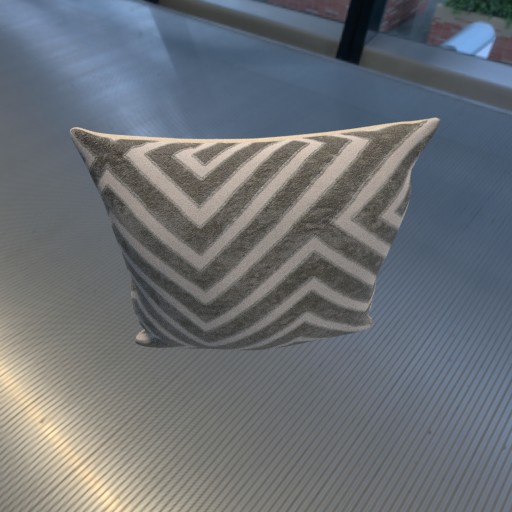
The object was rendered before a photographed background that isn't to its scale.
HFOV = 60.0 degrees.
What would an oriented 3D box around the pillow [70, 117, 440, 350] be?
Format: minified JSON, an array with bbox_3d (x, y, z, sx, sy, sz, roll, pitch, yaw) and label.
[{"bbox_3d":[0.000,0.000,0.661,0.440,0.441,0.182,-3,46,-3],"label":"pillow"}]
